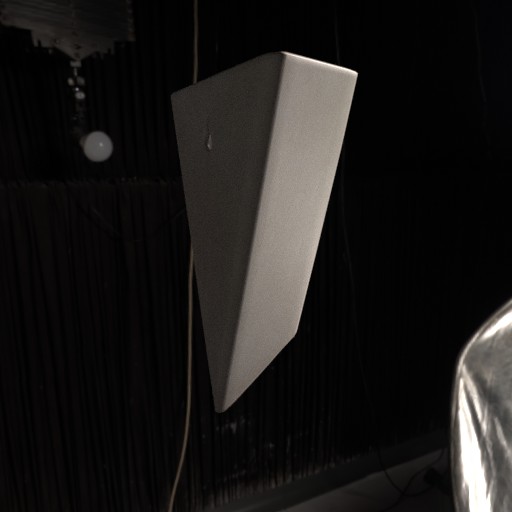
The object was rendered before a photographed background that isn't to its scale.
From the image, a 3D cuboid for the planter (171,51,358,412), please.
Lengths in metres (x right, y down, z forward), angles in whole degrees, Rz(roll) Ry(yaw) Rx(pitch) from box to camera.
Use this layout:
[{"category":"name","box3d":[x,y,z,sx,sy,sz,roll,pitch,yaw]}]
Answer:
[{"category":"planter","box3d":[0.000,0.000,0.268,0.060,0.197,0.150,-6,15,-25]}]
